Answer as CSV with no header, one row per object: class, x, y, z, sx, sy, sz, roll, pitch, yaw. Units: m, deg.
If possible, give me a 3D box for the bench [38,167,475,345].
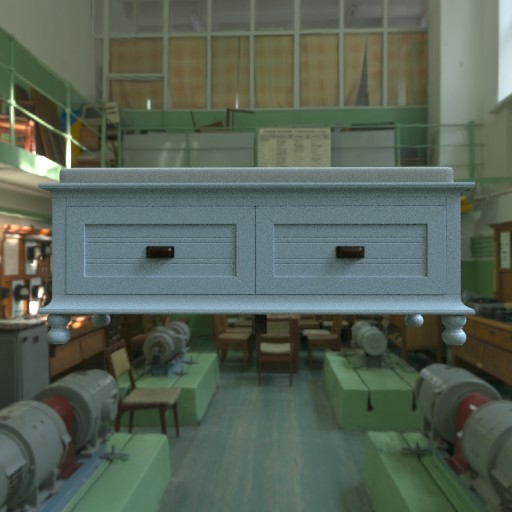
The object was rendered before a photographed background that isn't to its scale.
bench,0.000,0.000,1.400,1.185,0.486,0.402,0,0,1
